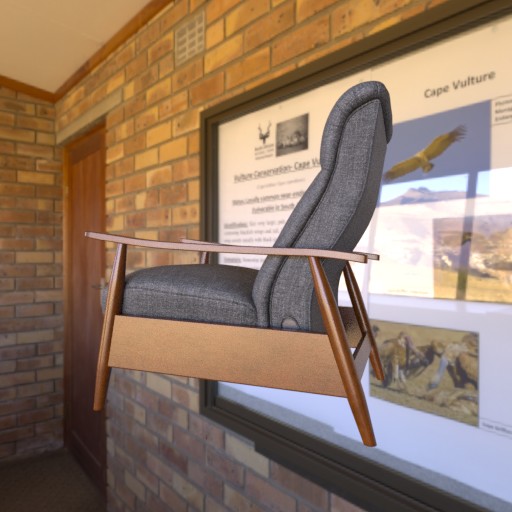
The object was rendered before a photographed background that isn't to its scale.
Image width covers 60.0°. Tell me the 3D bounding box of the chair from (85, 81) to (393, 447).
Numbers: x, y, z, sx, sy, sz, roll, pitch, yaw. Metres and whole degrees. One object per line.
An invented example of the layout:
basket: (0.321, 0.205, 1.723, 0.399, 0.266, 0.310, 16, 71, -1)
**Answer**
chair: (0.000, 0.000, 1.753, 1.030, 1.082, 0.762, 0, 0, 18)
